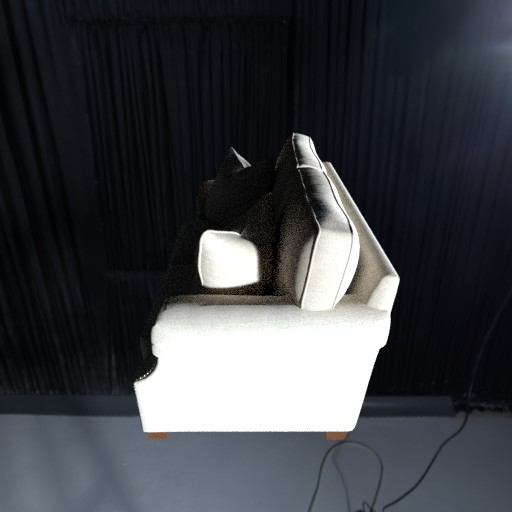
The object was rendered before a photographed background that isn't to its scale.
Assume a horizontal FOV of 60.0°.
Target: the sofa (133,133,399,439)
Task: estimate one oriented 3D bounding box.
[{"bbox_3d":[0.000,0.000,2.297,0.966,0.966,1.701,0,26,0],"label":"sofa"}]
